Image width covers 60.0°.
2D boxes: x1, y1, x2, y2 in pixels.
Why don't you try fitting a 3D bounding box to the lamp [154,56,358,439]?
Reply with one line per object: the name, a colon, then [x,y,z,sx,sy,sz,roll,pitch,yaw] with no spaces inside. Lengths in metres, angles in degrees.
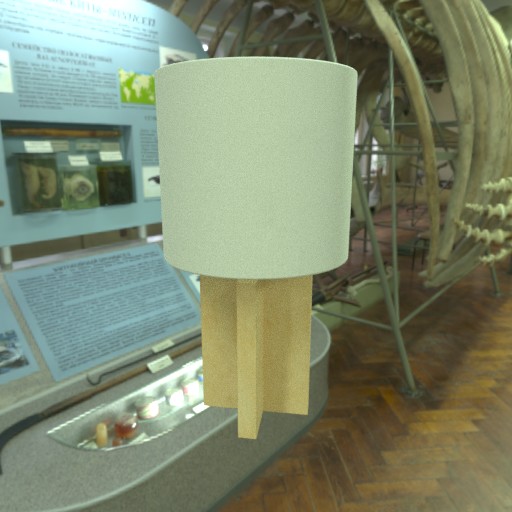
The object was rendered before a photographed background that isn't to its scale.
lamp: [0.000,0.000,0.562,0.229,0.428,0.229,2,14,9]
